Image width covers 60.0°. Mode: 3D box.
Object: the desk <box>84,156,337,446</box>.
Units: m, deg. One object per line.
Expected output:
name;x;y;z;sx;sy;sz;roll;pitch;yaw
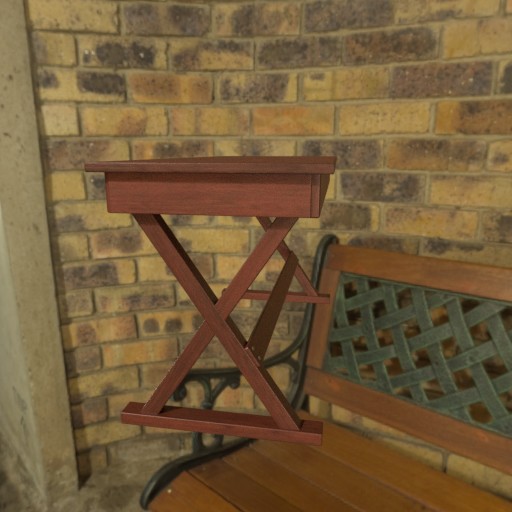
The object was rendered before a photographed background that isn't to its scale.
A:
desk;0.000;0.000;1.765;0.600;0.761;1.372;2;14;10
